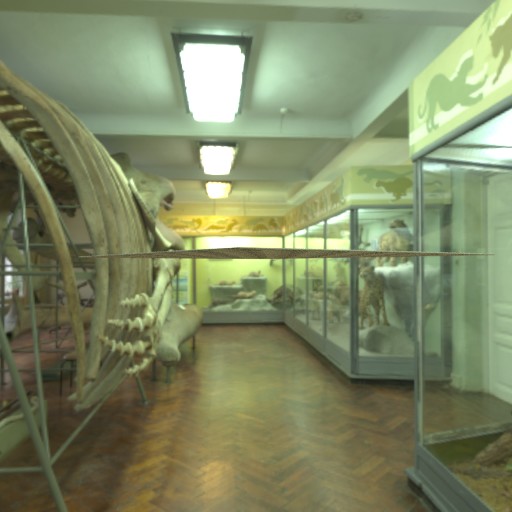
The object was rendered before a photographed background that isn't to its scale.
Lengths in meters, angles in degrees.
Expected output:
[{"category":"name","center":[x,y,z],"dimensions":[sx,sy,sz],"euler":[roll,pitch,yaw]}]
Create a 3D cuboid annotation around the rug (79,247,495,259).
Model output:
[{"category":"rug","center":[0.000,0.000,3.972],"dimensions":[2.330,0.010,3.061],"euler":[1,-1,-35]}]
